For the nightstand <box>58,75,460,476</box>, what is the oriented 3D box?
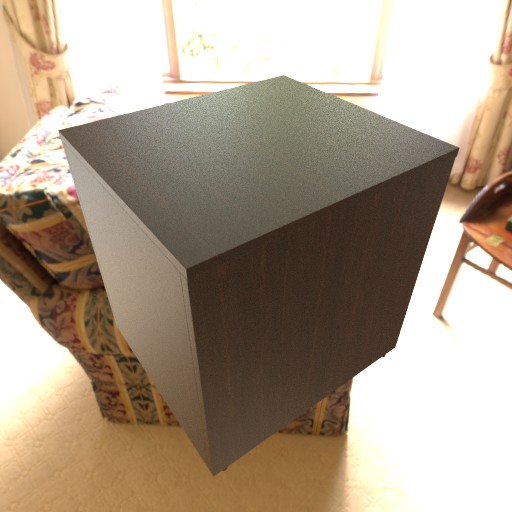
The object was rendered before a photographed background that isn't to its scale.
[{"bbox_3d":[0.000,0.000,0.807,0.461,0.460,0.400,-25,46,-27],"label":"nightstand"}]
